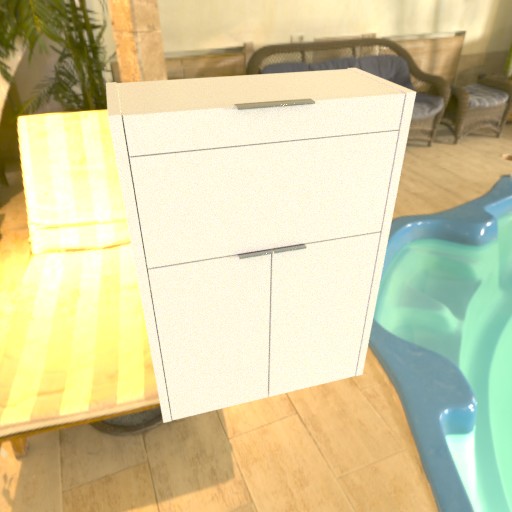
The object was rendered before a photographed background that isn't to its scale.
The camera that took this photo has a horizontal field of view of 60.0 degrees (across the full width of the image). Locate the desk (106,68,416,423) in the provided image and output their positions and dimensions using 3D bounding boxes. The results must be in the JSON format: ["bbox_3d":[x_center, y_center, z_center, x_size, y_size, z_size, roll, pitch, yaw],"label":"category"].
[{"bbox_3d":[0.000,0.000,1.637,0.850,1.190,0.390,-9,34,-14],"label":"desk"}]
